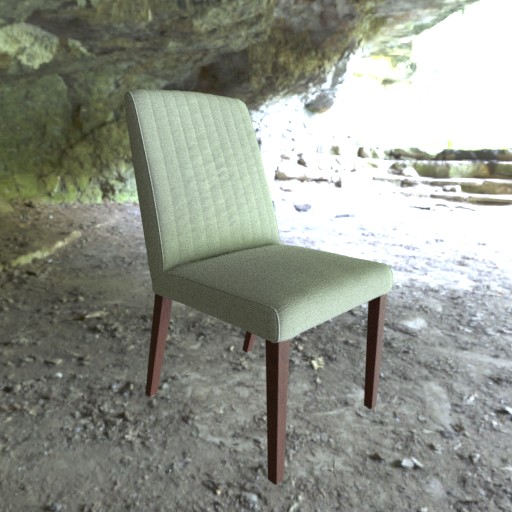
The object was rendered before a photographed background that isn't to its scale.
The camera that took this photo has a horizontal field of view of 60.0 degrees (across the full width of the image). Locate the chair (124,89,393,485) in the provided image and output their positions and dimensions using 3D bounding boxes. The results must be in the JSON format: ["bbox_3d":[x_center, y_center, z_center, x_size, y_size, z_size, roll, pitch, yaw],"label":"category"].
[{"bbox_3d":[0.000,0.000,1.230,0.594,0.900,0.480,14,19,43],"label":"chair"}]
